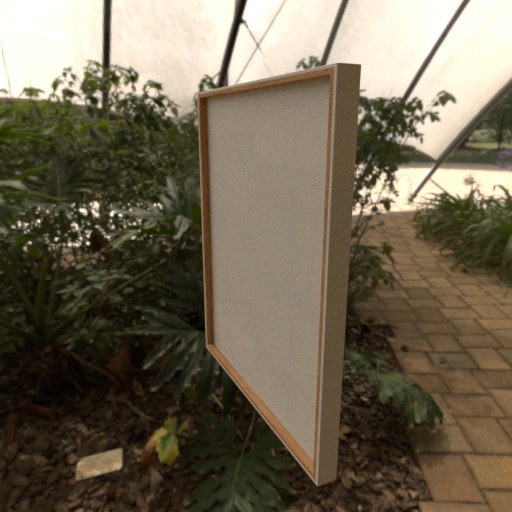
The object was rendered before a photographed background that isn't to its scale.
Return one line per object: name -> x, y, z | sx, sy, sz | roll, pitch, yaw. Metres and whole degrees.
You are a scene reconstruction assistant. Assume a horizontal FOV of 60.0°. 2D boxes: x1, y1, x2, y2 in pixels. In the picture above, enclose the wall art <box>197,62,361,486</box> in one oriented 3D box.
wall art -> 0.000, 0.000, 0.827 | 0.037, 0.606, 0.508 | -8, 18, -25
